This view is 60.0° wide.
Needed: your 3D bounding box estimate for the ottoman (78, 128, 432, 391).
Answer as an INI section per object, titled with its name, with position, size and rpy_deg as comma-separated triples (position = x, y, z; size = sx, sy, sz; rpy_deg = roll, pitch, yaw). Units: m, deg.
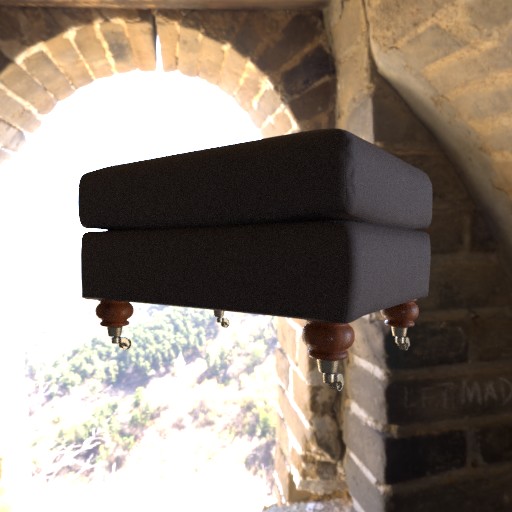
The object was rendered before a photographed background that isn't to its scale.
[ottoman]
position = 0.000, 0.000, 1.151
size = 0.773, 0.497, 0.574
rpy_deg = 0, 0, 35
